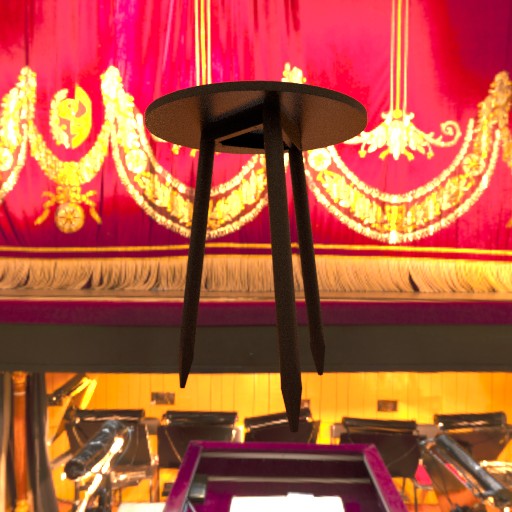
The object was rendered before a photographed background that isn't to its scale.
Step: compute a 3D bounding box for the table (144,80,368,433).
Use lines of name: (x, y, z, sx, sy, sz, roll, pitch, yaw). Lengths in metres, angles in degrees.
table: (0.000, 0.000, 0.939, 0.457, 0.585, 0.457, 0, 0, 0)
